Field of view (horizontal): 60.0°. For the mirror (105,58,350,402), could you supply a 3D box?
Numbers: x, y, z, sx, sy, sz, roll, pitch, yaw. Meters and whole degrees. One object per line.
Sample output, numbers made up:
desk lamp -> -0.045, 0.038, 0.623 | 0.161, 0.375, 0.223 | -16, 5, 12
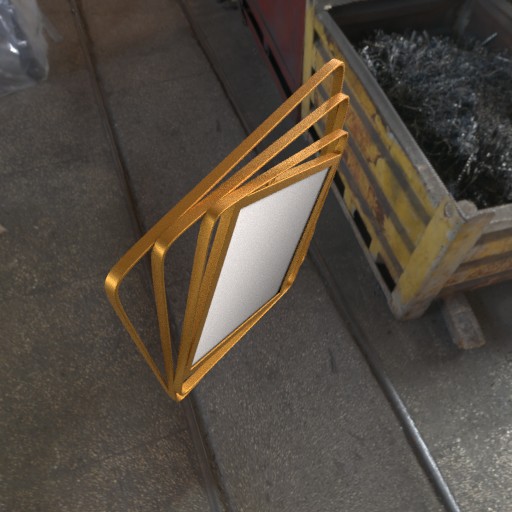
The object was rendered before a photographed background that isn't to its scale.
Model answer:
mirror -> 0.000, 0.000, 0.720 | 0.045, 0.468, 0.470 | 32, 63, 18
